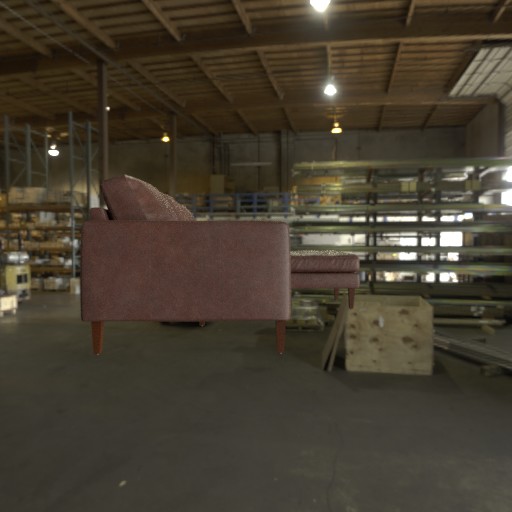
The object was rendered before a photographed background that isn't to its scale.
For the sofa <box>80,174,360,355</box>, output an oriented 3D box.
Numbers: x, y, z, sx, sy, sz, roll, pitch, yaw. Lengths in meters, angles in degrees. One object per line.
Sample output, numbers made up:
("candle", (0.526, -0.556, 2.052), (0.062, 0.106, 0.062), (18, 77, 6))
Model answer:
("sofa", (0.000, 0.000, 3.046), (1.613, 0.841, 2.185), (0, 2, -1))
